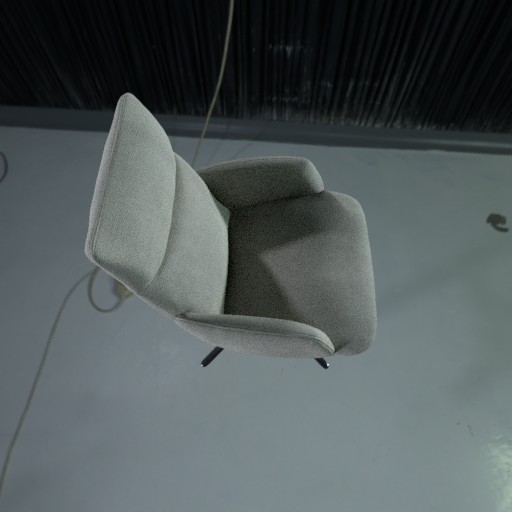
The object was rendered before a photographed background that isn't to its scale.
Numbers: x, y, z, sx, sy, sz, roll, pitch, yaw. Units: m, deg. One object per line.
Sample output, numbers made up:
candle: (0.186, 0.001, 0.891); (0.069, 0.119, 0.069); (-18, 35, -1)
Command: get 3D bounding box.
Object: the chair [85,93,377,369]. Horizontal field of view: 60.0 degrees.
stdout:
chair: (0.000, 0.000, 1.591); (0.889, 1.016, 0.711); (1, 63, 0)
